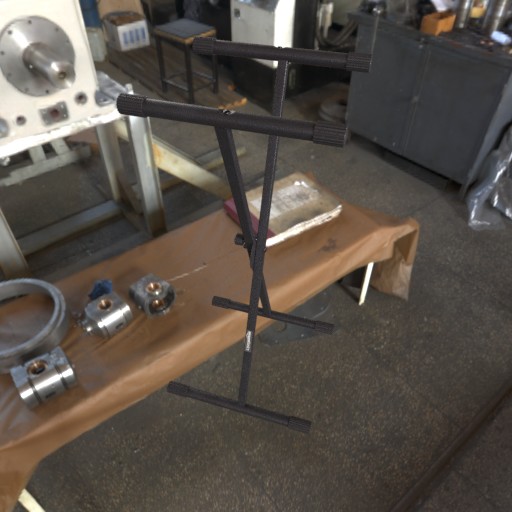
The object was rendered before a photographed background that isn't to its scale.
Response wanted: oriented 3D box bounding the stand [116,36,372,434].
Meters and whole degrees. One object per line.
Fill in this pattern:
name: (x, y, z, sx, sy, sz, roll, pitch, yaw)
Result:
stand: (0.000, 0.000, 1.155, 0.449, 0.940, 0.409, 12, 44, 13)
